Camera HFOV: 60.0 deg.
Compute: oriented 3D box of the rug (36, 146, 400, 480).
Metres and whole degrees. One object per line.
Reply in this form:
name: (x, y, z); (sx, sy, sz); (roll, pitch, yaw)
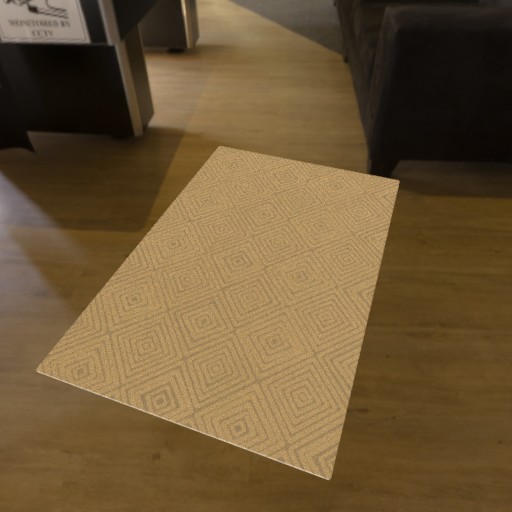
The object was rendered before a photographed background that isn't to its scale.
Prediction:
rug: (0.000, 0.000, 2.134); (1.143, 0.008, 1.753); (14, 46, 14)
